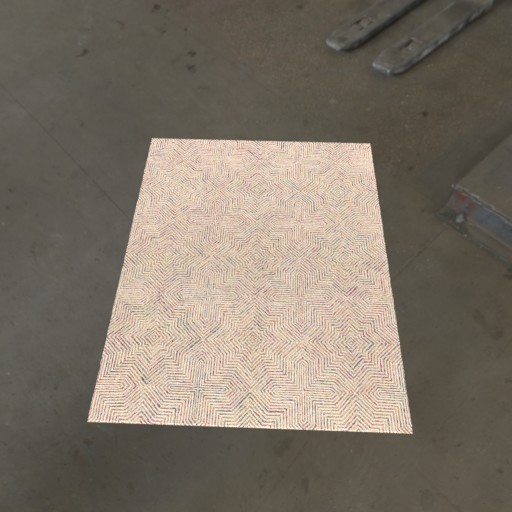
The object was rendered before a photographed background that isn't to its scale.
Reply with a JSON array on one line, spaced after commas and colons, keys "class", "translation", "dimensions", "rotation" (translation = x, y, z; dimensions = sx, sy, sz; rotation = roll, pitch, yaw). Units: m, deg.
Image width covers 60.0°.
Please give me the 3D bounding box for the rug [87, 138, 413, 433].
[{"class": "rug", "translation": [0.000, 0.000, 4.133], "dimensions": [2.442, 0.008, 3.046], "rotation": [2, 58, 1]}]
